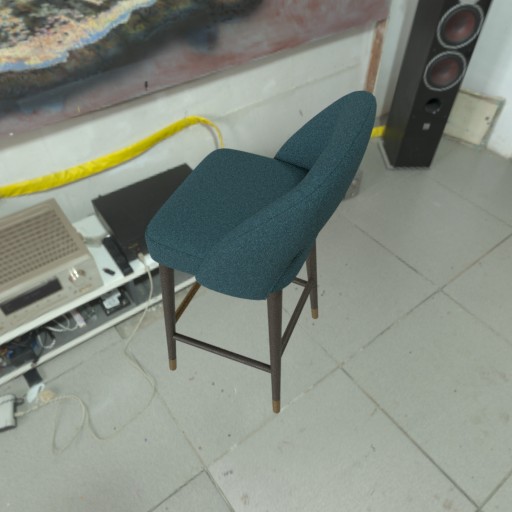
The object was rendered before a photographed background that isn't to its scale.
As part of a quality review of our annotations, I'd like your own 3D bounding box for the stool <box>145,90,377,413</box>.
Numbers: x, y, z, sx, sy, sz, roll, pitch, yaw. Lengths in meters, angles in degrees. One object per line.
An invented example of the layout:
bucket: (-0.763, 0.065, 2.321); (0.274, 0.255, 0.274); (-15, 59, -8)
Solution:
stool: (0.000, 0.000, 1.371); (0.522, 1.032, 0.536); (18, 50, 16)
